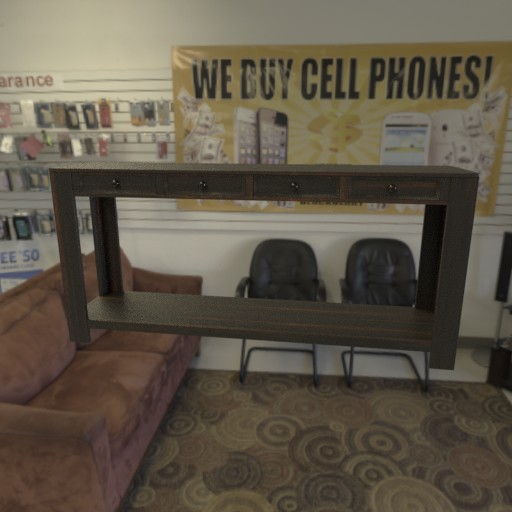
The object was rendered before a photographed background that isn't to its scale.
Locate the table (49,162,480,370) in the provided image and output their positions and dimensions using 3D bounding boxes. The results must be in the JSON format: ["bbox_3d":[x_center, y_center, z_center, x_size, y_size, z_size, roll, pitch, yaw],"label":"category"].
[{"bbox_3d":[0.000,0.000,1.929,1.631,0.762,0.384,2,16,8],"label":"table"}]
